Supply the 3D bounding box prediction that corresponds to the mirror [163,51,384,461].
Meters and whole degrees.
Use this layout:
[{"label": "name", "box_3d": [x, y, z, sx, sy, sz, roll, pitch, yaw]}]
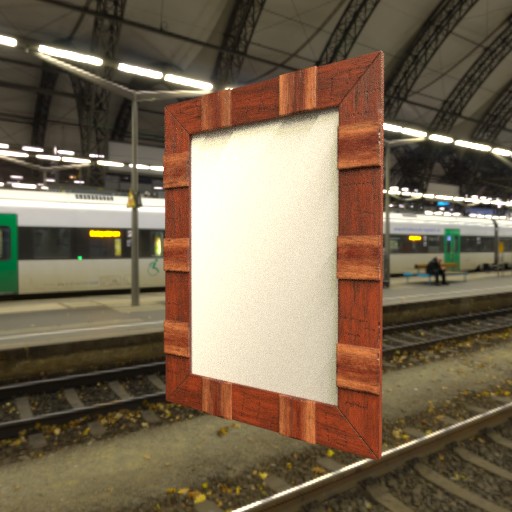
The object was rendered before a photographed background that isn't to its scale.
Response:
[{"label": "mirror", "box_3d": [0.000, 0.000, 1.043, 0.600, 0.805, 0.021, 1, 2, 35]}]
